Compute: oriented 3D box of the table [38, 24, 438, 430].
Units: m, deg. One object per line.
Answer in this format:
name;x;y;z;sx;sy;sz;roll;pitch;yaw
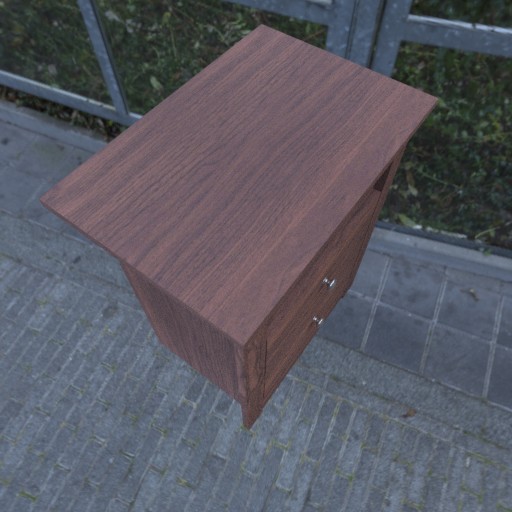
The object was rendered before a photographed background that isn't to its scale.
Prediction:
table;0.000;0.000;1.051;0.406;0.711;0.589;32;63;18
